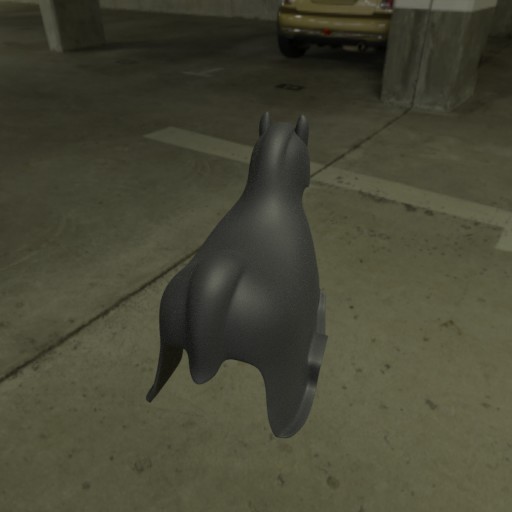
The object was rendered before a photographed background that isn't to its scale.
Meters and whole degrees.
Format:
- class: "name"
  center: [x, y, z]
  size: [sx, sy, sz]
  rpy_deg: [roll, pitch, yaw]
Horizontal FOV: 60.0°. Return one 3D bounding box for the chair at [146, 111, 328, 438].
- class: "chair"
  center: [0.000, 0.000, 1.182]
  size: [0.429, 0.612, 0.800]
  rpy_deg: [10, 34, 14]
